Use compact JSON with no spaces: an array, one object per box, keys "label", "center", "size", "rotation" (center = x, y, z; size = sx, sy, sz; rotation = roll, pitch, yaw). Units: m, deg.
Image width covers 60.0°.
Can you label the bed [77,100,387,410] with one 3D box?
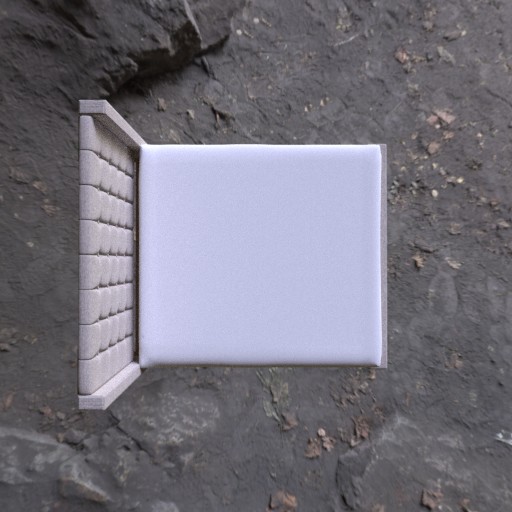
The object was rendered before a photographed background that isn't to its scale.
[{"label":"bed","center":[0.000,0.000,3.761],"size":[2.372,1.748,2.044],"rotation":[0,89,0]}]
